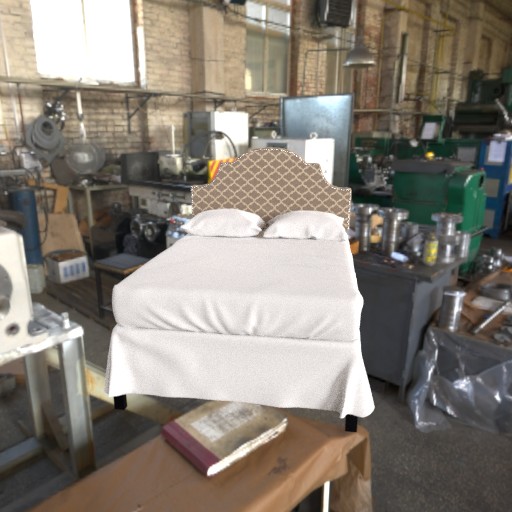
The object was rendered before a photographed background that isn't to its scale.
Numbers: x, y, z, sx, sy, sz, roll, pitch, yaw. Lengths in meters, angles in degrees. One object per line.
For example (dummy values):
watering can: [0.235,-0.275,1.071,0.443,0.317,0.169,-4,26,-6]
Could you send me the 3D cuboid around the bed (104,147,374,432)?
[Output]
bed: [0.000,0.000,3.555,1.780,1.633,2.222,2,16,8]
